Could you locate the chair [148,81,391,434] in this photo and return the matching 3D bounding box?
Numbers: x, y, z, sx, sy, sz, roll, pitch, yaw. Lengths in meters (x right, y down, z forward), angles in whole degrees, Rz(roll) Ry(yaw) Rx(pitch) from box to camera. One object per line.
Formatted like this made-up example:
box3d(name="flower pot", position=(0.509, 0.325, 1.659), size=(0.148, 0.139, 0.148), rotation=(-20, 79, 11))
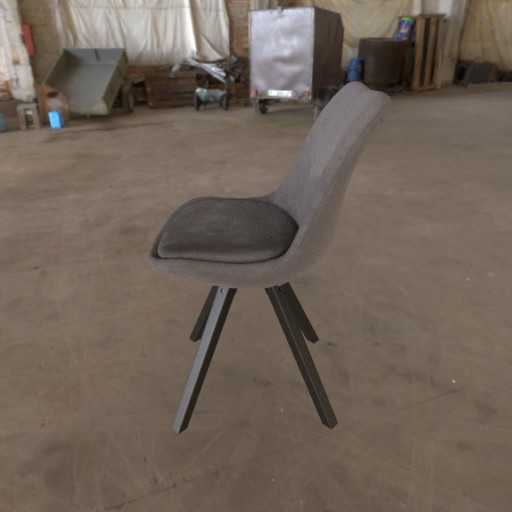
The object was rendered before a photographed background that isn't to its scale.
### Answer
box3d(name="chair", position=(0.000, 0.000, 1.184), size=(0.550, 0.850, 0.476), rotation=(0, 27, -1))
